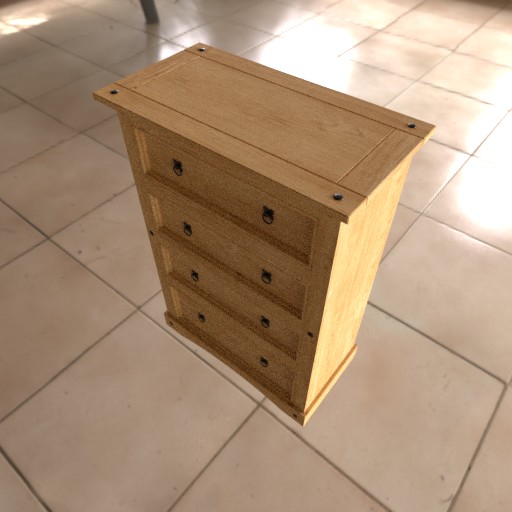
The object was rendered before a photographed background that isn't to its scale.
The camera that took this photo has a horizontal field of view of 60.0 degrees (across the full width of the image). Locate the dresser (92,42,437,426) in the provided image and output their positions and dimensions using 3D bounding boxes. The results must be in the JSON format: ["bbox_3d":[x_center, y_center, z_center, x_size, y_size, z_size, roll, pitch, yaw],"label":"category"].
[{"bbox_3d":[0.000,0.000,1.785,0.915,1.300,0.485,30,54,25],"label":"dresser"}]
